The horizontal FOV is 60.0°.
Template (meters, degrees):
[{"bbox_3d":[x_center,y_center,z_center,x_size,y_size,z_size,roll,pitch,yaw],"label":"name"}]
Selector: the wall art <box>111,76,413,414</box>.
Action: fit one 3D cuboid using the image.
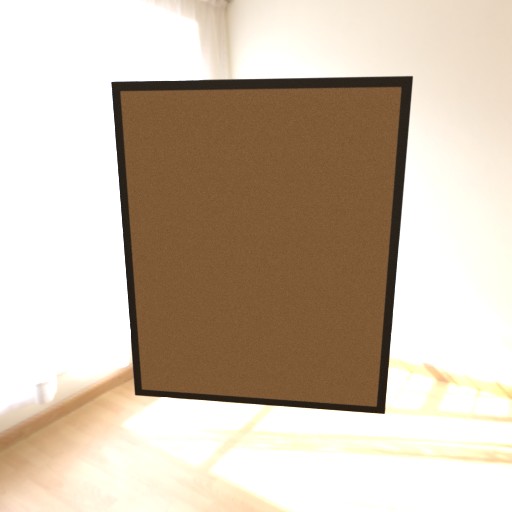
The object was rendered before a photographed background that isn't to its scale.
[{"bbox_3d":[0.000,0.000,0.780,0.481,0.582,0.018,2,15,7],"label":"wall art"}]
